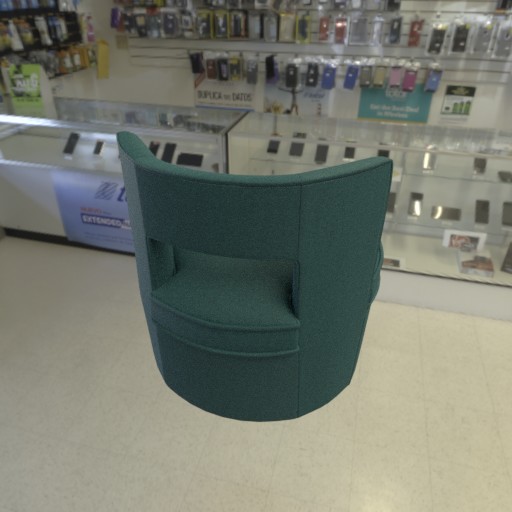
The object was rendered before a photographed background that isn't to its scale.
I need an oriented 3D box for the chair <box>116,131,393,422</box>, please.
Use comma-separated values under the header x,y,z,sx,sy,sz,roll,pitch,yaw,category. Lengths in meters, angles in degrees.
x,y,z,sx,sy,sz,roll,pitch,yaw,category
0.000,0.000,1.242,0.684,0.711,0.660,9,33,14,chair
